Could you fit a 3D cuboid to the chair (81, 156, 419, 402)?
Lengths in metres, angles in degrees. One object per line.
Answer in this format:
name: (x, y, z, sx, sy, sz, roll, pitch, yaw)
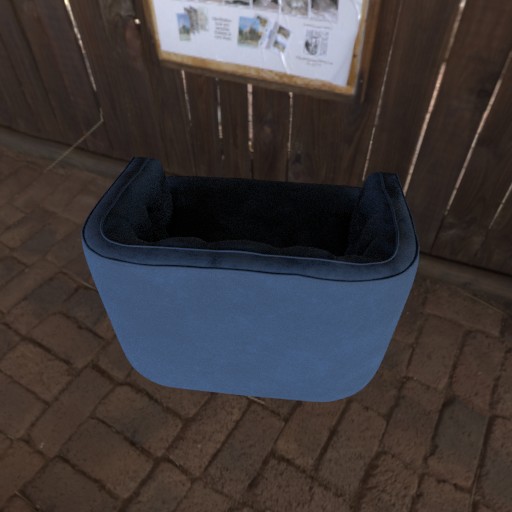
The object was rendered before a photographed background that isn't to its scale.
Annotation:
chair: (0.000, 0.000, 1.807, 1.094, 0.852, 0.940, 4, 47, 4)
